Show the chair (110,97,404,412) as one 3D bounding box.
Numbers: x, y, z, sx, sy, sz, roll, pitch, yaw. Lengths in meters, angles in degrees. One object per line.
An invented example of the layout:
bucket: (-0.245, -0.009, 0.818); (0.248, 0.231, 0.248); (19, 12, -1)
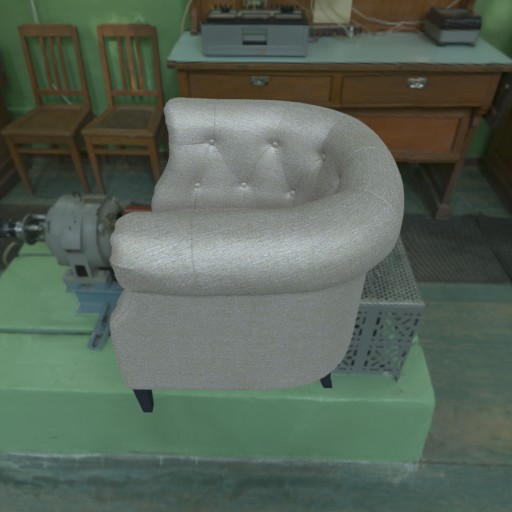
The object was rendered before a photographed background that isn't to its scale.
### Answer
chair: (0.000, 0.000, 1.542); (0.852, 0.827, 0.905); (0, 41, 0)
